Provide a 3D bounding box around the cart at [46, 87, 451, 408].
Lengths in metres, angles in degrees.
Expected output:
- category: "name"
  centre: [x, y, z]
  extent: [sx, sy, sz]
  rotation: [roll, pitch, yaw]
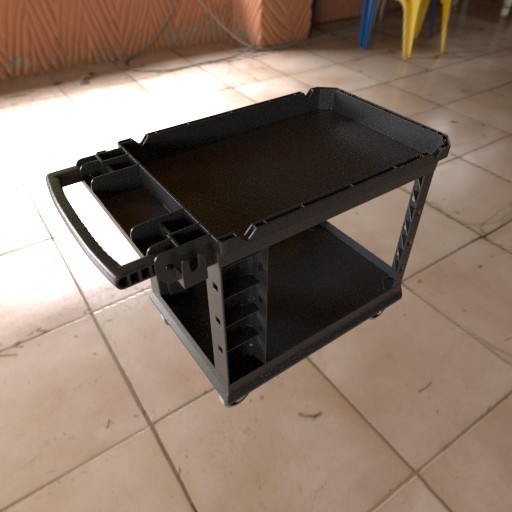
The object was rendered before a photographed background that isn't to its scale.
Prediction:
- category: "cart"
  centre: [0.000, 0.000, 1.726]
  extent: [1.239, 0.884, 0.674]
  rotation: [-25, 46, -26]
